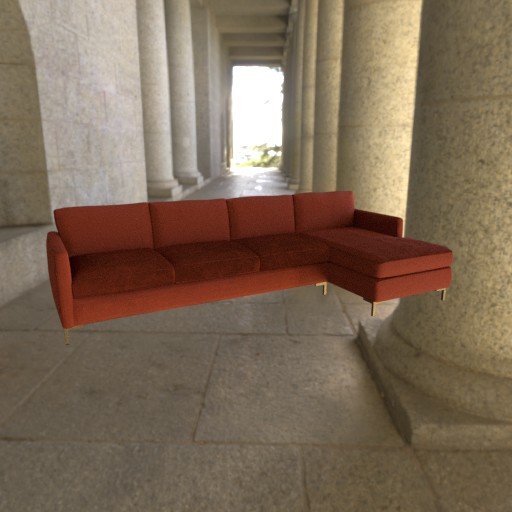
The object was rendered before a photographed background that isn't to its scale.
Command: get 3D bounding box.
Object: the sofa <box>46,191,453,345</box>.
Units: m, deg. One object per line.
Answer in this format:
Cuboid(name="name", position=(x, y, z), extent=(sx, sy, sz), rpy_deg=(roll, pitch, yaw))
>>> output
Cuboid(name="sofa", position=(0.000, 0.000, 3.467), extent=(2.932, 0.810, 1.350), rpy_deg=(-7, 16, -27))
